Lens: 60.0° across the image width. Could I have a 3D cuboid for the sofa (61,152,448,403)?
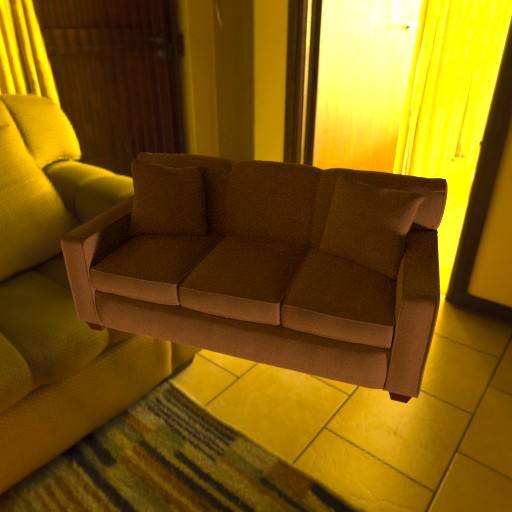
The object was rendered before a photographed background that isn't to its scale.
[{"bbox_3d":[0.000,0.000,2.642,2.024,0.958,0.997,9,29,17],"label":"sofa"}]
